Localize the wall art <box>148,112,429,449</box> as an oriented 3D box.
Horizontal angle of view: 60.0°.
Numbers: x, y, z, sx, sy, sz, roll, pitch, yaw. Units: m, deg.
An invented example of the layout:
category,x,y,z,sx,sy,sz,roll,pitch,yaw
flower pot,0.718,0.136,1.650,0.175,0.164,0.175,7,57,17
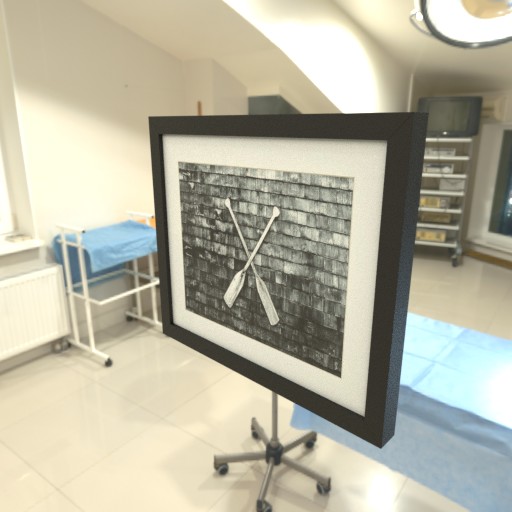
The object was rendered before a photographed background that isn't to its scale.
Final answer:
category,x,y,z,sx,sy,sz,roll,pitch,yaw
wall art,0.000,0.000,0.544,0.381,0.330,0.029,15,22,41
